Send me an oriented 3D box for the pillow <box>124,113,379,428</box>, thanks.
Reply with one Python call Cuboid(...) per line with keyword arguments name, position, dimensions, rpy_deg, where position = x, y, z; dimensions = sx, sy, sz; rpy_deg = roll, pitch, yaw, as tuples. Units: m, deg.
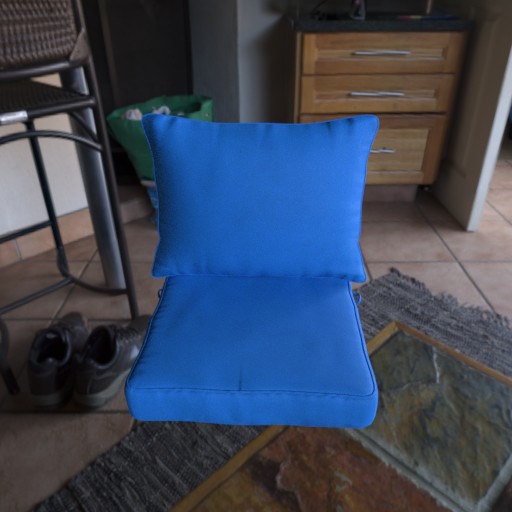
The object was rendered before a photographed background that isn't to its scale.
Cuboid(name="pillow", position=(0.000, 0.000, 1.360), dimensions=(0.798, 0.725, 0.733), rpy_deg=(1, 31, 2))
